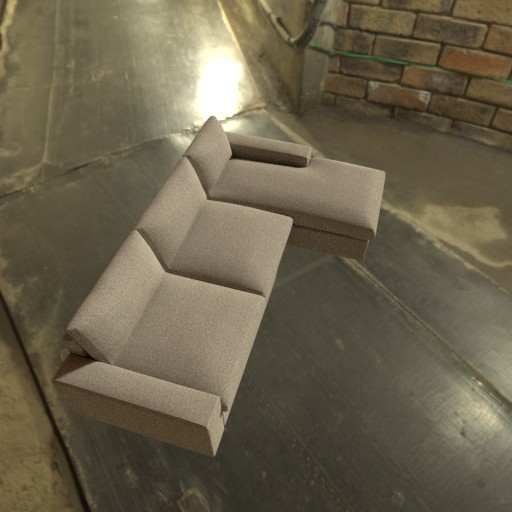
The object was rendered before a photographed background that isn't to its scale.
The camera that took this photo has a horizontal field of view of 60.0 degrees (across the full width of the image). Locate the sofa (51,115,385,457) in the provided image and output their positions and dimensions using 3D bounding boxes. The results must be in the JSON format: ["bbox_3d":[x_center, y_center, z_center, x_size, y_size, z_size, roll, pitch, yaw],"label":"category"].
[{"bbox_3d":[0.000,0.000,3.348,1.689,0.813,2.718,13,50,11],"label":"sofa"}]
